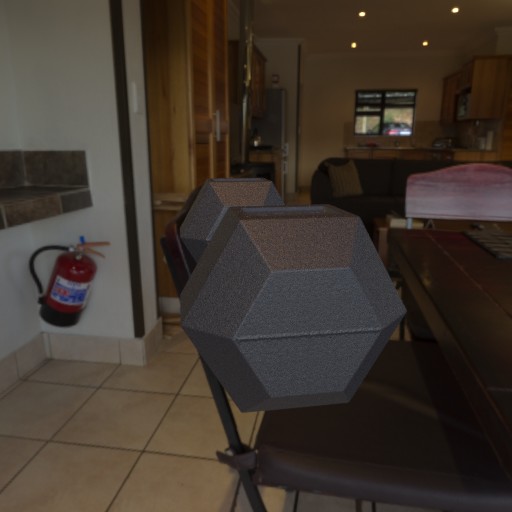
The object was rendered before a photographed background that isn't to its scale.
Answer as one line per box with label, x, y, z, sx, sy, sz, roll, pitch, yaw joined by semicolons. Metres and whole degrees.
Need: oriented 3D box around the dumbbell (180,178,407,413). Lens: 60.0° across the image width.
dumbbell;0.000;0.000;0.314;0.106;0.092;0.272;-2;14;-9
